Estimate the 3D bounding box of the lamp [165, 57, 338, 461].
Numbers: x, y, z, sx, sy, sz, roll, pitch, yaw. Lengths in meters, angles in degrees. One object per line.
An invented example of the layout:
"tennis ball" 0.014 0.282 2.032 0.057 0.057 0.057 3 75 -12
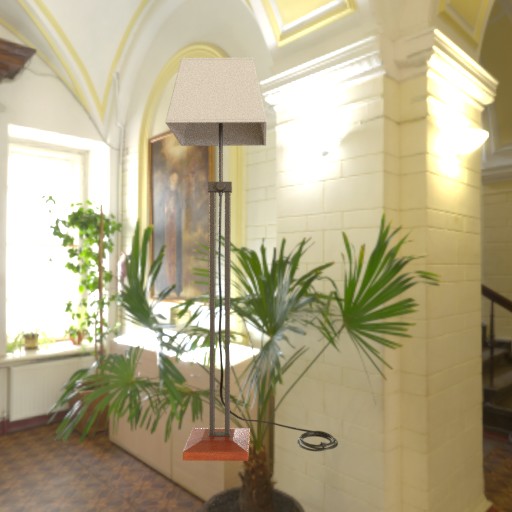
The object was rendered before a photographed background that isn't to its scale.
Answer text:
"lamp" 0.000 0.000 2.050 0.745 1.712 0.472 0 -1 1
